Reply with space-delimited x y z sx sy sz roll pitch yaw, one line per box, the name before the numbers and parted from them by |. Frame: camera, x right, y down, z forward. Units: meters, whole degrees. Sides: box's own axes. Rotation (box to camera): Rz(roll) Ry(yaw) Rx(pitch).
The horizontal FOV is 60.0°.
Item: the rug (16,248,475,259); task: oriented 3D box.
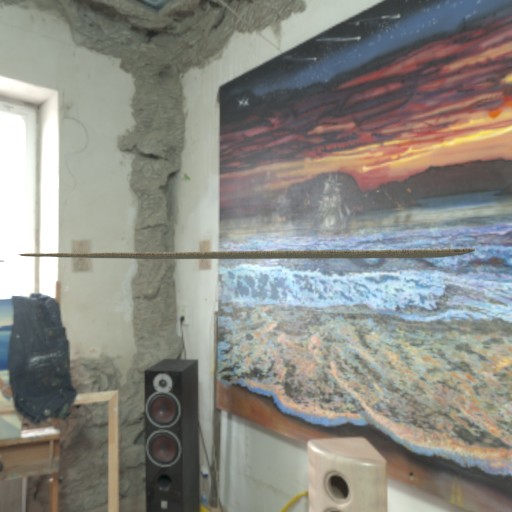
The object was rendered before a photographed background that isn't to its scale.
rug | 0.000 0.000 2.248 1.822 0.018 1.211 0 -1 17
